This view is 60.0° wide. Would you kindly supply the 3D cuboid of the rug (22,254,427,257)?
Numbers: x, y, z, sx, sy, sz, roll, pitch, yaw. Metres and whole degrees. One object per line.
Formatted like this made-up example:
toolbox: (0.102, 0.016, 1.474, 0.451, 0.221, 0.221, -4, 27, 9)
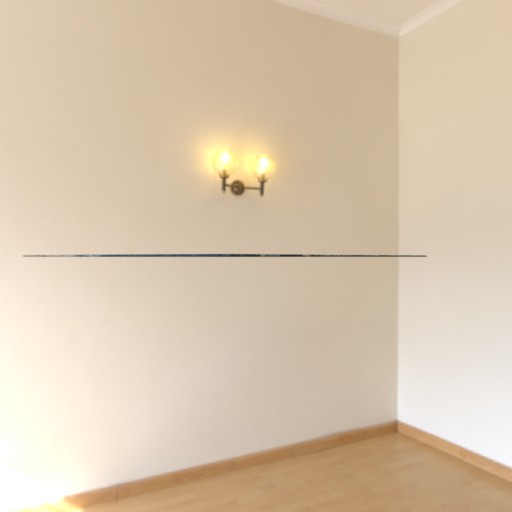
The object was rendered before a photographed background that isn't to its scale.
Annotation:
rug: (0.000, 0.000, 2.320, 1.232, 0.009, 1.836, 0, 0, 37)
